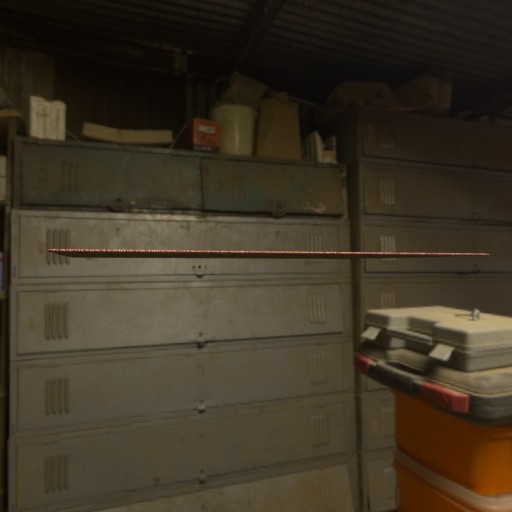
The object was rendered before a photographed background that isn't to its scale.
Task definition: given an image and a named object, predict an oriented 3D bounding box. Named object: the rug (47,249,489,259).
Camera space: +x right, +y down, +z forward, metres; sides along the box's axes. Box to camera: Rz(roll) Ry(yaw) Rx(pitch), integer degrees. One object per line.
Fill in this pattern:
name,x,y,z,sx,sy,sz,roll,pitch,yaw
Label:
rug,0.000,0.000,2.170,1.747,0.011,1.139,0,-1,-19
